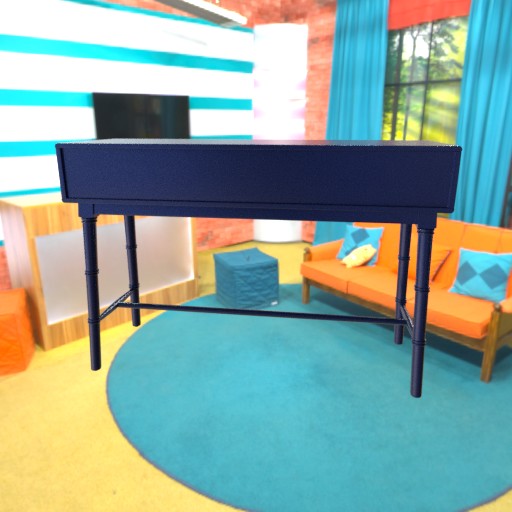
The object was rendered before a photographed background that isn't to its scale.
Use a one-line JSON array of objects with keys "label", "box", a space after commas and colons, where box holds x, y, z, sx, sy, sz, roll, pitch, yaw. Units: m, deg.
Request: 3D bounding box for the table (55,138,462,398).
[{"label": "table", "box": [0.000, 0.000, 1.496, 1.118, 0.749, 0.399, 2, 17, 8]}]
